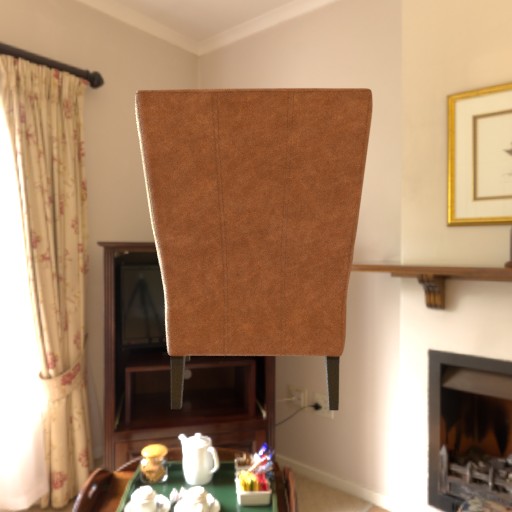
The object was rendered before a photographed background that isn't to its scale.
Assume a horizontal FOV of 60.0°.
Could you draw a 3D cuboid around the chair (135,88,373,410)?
[{"bbox_3d":[0.000,0.000,1.714,0.853,1.016,0.926,0,1,1],"label":"chair"}]
